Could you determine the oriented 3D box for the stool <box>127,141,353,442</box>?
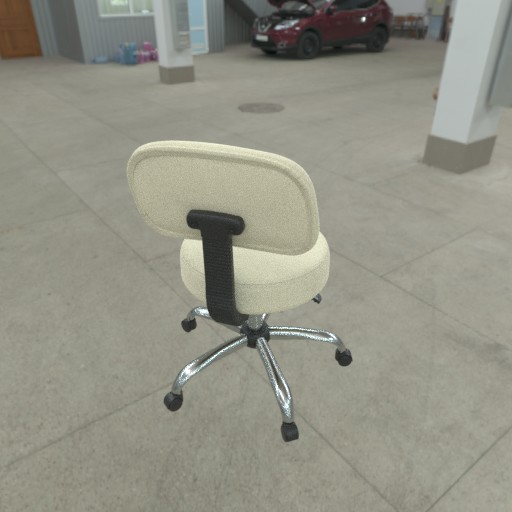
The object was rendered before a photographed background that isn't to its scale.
[{"bbox_3d":[0.000,0.000,1.257,0.609,0.810,0.616,9,32,15],"label":"stool"}]
